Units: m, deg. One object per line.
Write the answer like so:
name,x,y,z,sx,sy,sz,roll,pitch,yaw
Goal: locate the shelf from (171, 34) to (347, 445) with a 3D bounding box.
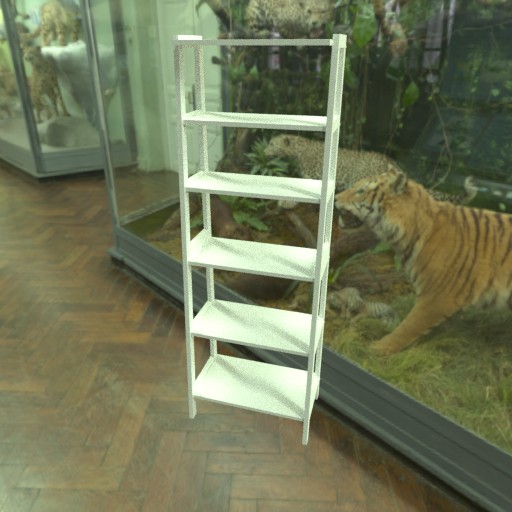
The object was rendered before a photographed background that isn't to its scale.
shelf,0.000,0.000,2.118,0.660,1.892,0.381,7,26,15
